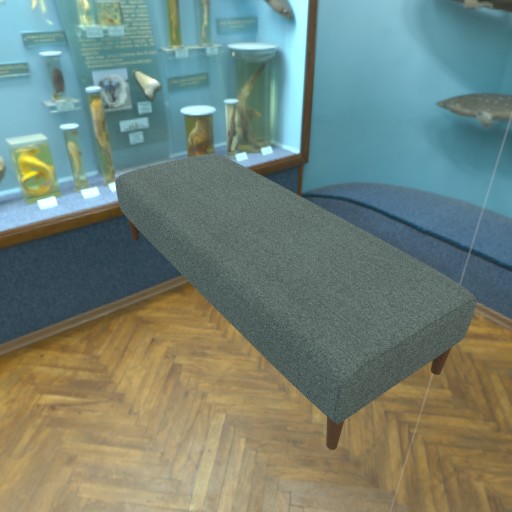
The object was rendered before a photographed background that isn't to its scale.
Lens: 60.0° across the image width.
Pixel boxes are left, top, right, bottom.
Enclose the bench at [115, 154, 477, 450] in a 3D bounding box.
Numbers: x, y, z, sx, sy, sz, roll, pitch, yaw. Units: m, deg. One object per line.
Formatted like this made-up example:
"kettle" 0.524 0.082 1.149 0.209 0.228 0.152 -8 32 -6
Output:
"bench" 0.000 0.000 1.870 0.631 0.384 1.598 -21 38 -29
